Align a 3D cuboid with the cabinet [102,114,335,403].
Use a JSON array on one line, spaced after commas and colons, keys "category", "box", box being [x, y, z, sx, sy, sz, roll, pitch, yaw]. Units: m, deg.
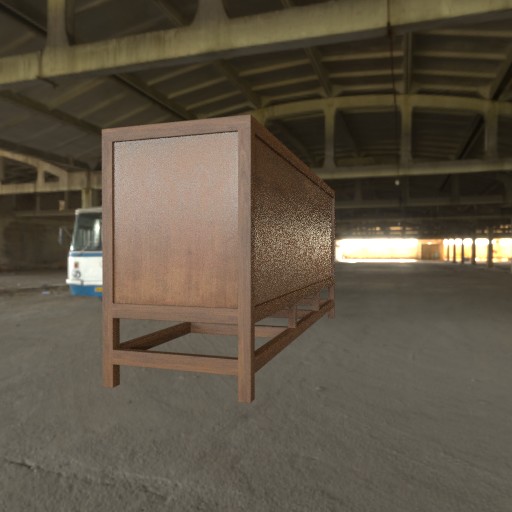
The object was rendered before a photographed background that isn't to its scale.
[{"category": "cabinet", "box": [0.000, 0.000, 2.148, 0.522, 0.820, 1.708, 0, 1, 18]}]
